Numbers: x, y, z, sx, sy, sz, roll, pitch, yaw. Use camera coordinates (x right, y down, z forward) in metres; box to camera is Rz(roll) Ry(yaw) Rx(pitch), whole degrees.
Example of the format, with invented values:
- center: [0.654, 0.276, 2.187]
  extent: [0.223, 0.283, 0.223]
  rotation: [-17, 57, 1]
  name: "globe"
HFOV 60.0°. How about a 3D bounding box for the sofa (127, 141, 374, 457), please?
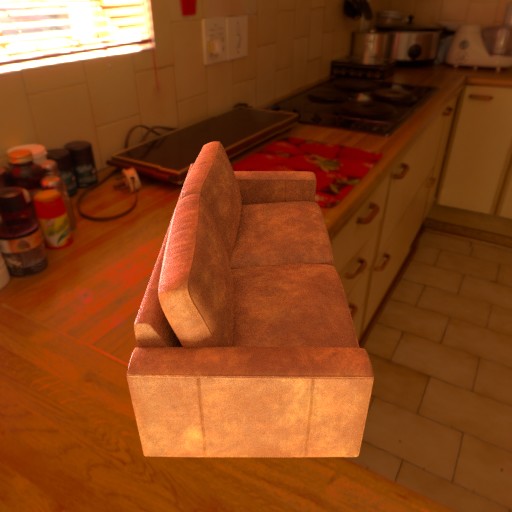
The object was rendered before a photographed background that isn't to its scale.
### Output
- center: [0.000, 0.000, 2.714]
  extent: [1.016, 0.873, 2.179]
  rotation: [0, 32, 0]
  name: "sofa"
